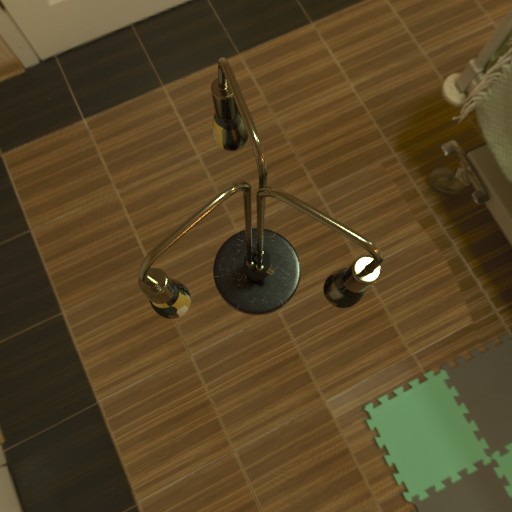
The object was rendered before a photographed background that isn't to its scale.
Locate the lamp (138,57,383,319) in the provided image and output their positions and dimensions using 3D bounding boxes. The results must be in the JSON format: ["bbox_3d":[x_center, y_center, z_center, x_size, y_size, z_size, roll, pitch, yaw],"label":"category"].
[{"bbox_3d":[0.000,0.000,0.782,0.368,0.560,0.355,34,78,8],"label":"lamp"}]
